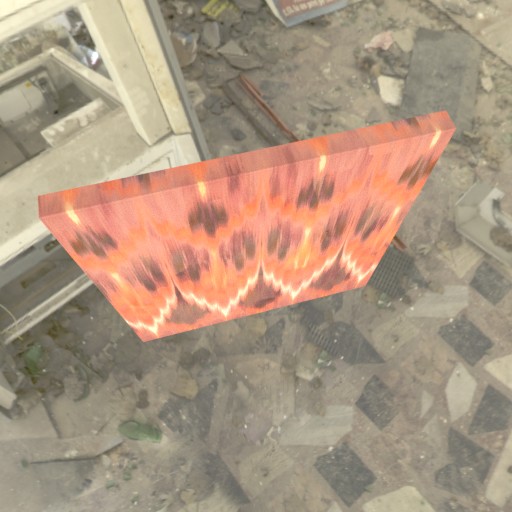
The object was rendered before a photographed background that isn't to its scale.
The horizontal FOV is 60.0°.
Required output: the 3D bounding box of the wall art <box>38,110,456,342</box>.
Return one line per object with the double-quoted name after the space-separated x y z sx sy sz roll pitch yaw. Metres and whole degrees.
0.000 0.000 0.899 0.603 0.609 0.037 -13 64 -7 "wall art"
